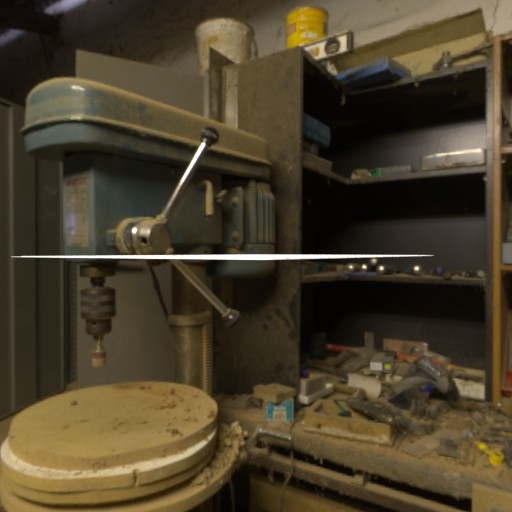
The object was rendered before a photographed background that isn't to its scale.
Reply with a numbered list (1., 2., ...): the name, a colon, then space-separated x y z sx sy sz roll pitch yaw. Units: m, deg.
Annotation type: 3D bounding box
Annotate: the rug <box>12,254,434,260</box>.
1. rug: 0.000 0.000 4.039 2.354 0.007 3.196 0 1 35
